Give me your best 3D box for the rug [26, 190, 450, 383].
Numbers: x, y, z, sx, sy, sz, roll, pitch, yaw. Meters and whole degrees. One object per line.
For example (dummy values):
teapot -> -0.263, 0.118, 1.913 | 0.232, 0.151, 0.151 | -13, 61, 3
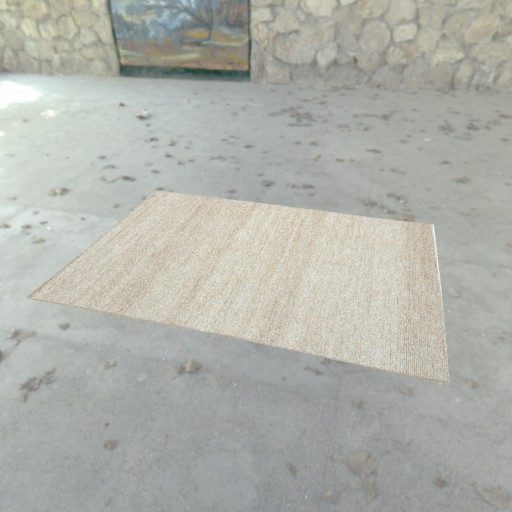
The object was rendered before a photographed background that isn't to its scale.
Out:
rug -> 0.000, 0.000, 2.899 | 2.283, 0.030, 1.596 | 9, 33, 14
